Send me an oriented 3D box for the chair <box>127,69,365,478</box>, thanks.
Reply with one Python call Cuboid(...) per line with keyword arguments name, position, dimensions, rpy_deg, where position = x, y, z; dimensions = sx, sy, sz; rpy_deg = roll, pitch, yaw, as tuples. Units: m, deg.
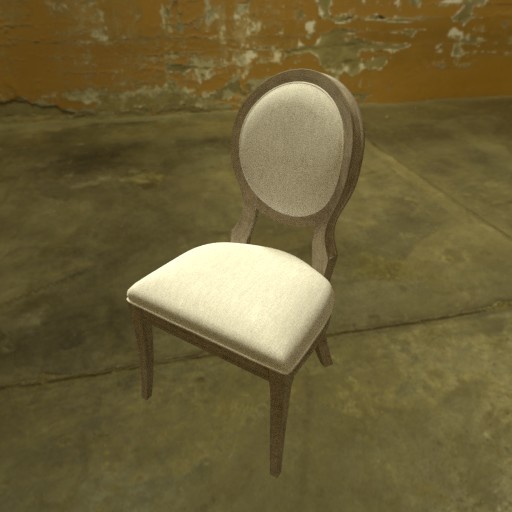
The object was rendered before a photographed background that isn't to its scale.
Cuboid(name="chair", position=(0.000, 0.000, 1.340), dimensions=(0.558, 0.990, 0.602), rpy_deg=(18, 35, 28))
